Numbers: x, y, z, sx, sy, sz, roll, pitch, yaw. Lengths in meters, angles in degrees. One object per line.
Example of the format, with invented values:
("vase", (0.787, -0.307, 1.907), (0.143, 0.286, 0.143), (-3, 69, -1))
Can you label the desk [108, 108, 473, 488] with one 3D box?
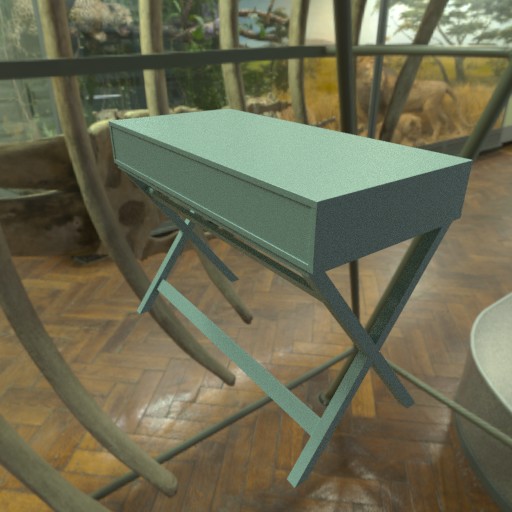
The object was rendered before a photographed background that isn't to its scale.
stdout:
("desk", (0.000, 0.000, 1.473), (0.509, 0.780, 1.059), (-18, 31, -32))
